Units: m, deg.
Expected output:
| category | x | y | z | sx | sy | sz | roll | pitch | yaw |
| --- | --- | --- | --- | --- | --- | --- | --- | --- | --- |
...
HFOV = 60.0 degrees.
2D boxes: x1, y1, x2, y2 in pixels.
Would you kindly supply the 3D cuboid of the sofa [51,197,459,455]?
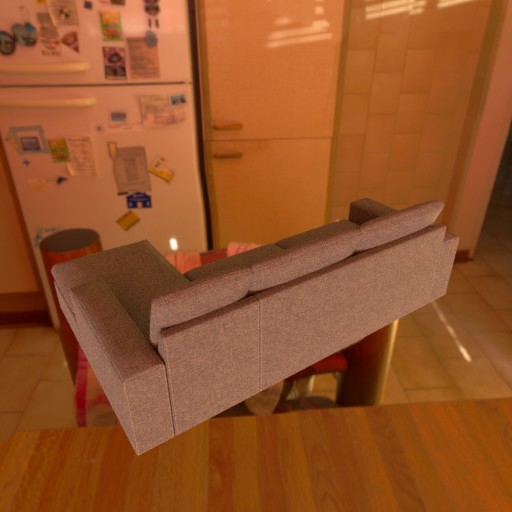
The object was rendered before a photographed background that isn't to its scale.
| category | x | y | z | sx | sy | sz | roll | pitch | yaw |
| --- | --- | --- | --- | --- | --- | --- | --- | --- | --- |
| sofa | 0.000 | 0.000 | 3.460 | 2.718 | 0.940 | 1.689 | -19 | 34 | -30 |
